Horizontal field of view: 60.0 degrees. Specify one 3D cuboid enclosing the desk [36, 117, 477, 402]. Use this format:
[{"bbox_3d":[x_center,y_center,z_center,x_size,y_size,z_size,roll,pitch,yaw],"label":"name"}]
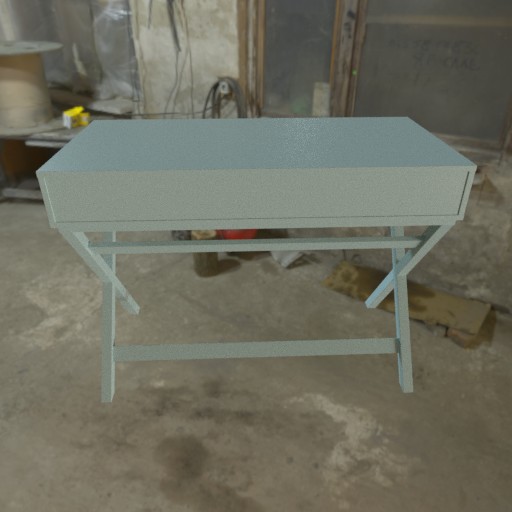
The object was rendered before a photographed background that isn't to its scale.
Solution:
[{"bbox_3d":[0.000,0.000,1.474,1.059,0.780,0.509,-1,30,-2],"label":"desk"}]
